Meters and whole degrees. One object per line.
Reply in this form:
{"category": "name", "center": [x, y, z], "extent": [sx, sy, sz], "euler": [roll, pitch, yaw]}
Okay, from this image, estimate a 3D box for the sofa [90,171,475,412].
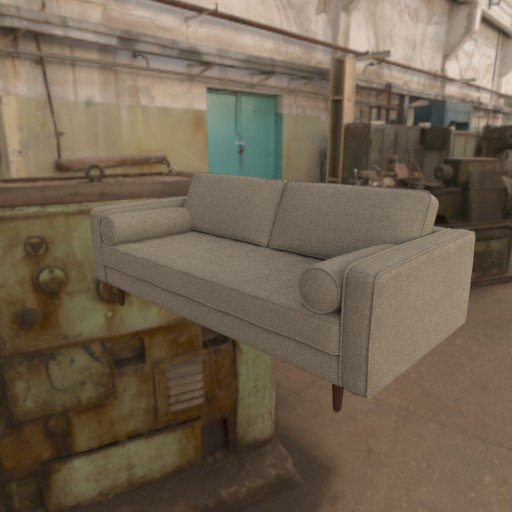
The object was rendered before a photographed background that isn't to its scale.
{"category": "sofa", "center": [0.000, 0.000, 2.305], "extent": [1.879, 0.762, 0.914], "euler": [14, 20, 42]}
